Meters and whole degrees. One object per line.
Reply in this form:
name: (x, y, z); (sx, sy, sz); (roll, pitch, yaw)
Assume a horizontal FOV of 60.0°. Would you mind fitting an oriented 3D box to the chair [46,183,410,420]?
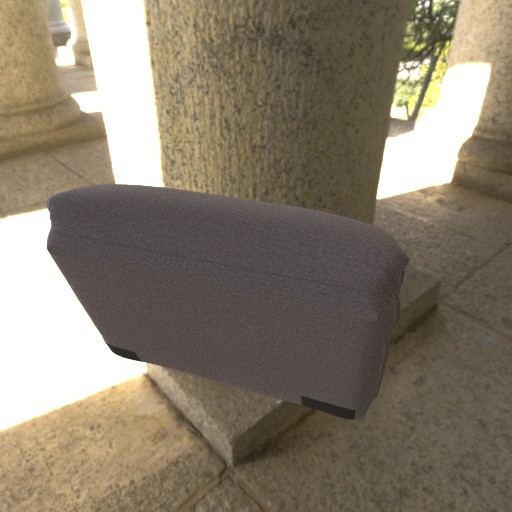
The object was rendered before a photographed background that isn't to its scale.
chair: (0.000, 0.000, 1.306); (0.820, 0.580, 0.780); (10, 34, 16)
